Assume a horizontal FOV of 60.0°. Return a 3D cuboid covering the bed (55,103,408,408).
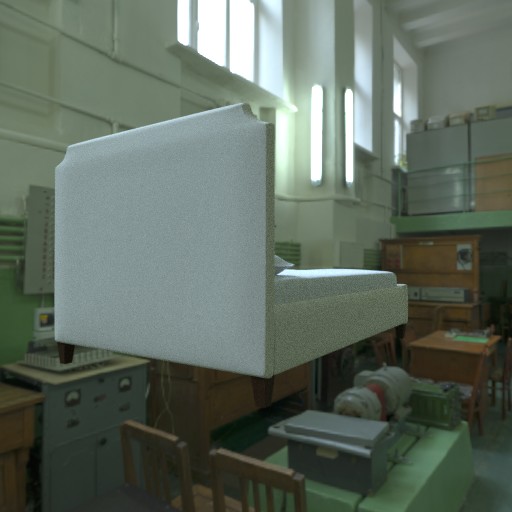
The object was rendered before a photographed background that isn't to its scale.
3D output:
[{"bbox_3d":[0.000,0.000,3.445,1.712,1.443,2.372,-1,-1,34],"label":"bed"}]
